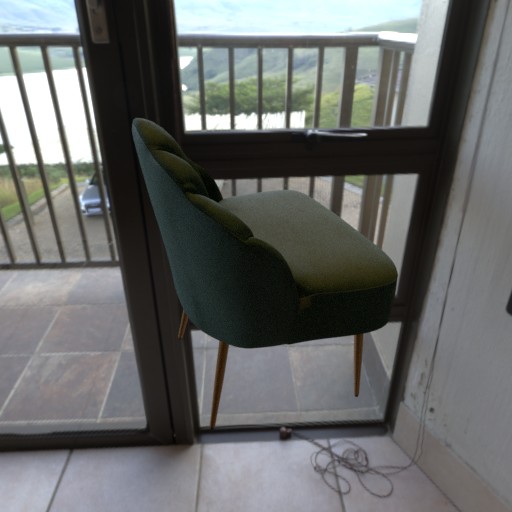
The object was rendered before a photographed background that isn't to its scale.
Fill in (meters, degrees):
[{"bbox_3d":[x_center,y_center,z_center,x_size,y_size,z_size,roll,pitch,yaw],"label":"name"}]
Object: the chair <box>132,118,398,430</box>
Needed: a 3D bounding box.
[{"bbox_3d":[0.000,0.000,1.295,0.599,0.819,0.657,-10,31,-18],"label":"chair"}]
